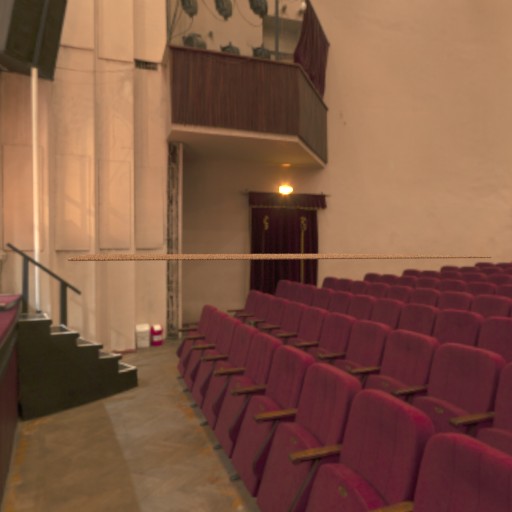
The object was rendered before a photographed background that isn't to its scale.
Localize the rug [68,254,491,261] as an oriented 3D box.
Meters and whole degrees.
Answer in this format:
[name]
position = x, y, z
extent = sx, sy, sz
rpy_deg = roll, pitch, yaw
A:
[rug]
position = 0.000, 0.000, 4.081
extent = 3.048, 0.013, 2.439
rpy_deg = 0, 1, -18
